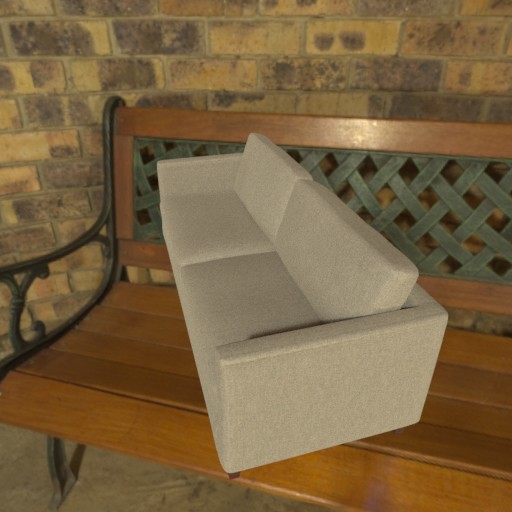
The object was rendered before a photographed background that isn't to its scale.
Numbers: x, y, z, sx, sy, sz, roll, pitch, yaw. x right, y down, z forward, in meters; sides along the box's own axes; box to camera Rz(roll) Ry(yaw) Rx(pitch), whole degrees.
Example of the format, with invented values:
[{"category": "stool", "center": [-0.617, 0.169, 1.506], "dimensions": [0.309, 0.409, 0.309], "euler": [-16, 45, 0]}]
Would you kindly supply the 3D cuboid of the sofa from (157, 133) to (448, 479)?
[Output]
[{"category": "sofa", "center": [0.000, 0.000, 2.638], "dimensions": [0.956, 0.963, 2.208], "euler": [-9, 32, -14]}]
